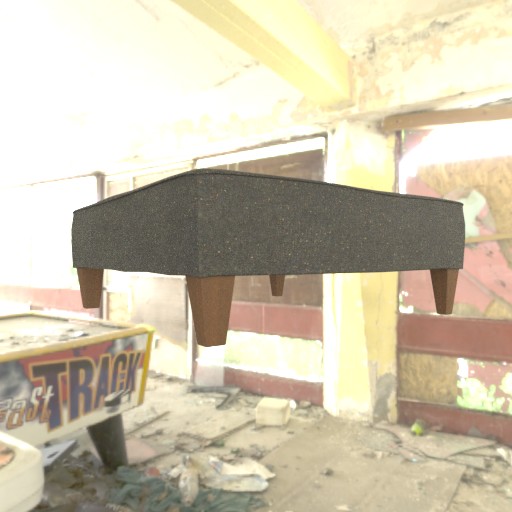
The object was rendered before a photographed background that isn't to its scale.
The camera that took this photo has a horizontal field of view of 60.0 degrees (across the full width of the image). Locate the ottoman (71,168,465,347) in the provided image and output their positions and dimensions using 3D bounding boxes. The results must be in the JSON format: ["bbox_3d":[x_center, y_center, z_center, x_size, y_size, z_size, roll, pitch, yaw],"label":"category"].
[{"bbox_3d":[0.000,0.000,1.543,1.004,0.382,0.968,0,0,-36],"label":"ottoman"}]
